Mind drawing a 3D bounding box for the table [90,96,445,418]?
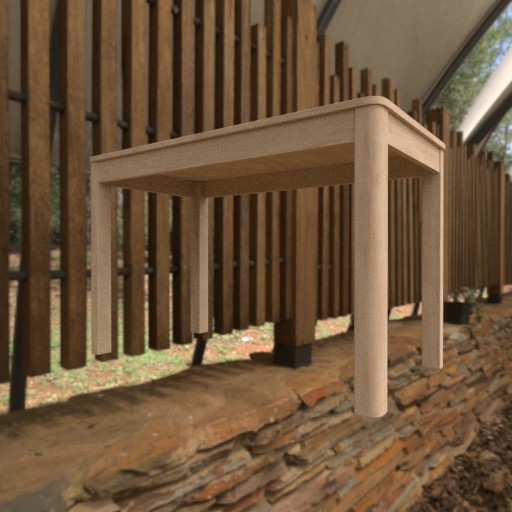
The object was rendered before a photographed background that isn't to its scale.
[{"bbox_3d":[0.000,0.000,1.932,1.400,0.900,0.750,0,1,36],"label":"table"}]
